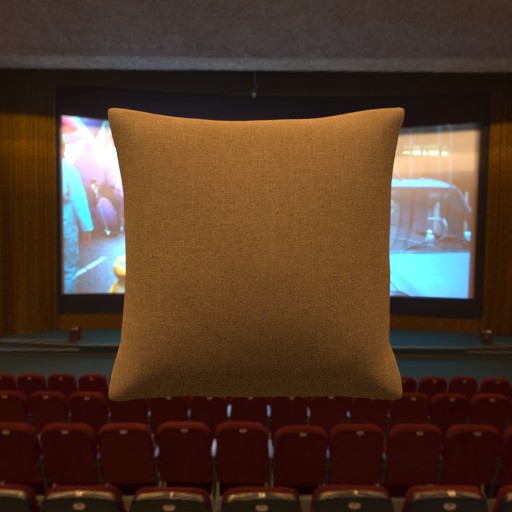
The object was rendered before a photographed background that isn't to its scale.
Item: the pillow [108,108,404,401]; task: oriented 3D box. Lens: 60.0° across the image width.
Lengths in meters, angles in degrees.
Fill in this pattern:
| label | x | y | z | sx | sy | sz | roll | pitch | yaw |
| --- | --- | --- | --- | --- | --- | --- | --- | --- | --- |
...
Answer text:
| label | x | y | z | sx | sy | sz | roll | pitch | yaw |
| --- | --- | --- | --- | --- | --- | --- | --- | --- | --- |
| pillow | 0.000 | 0.000 | 0.763 | 0.511 | 0.503 | 0.182 | 0 | 2 | -1 |
